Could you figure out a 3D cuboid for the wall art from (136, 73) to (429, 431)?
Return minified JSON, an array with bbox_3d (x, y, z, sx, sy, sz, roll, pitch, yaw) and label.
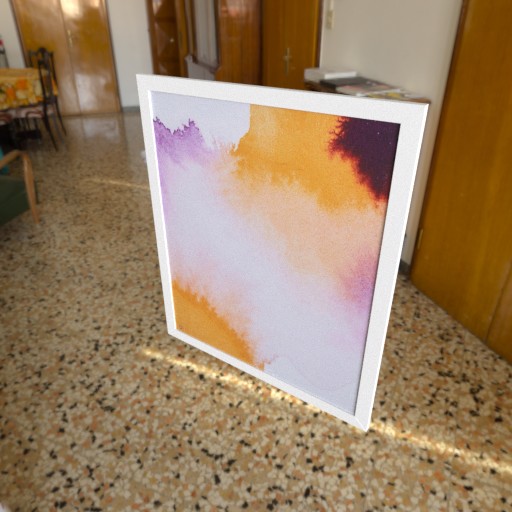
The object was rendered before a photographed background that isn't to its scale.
[{"bbox_3d":[0.000,0.000,0.770,0.482,0.557,0.012,19,34,29],"label":"wall art"}]
